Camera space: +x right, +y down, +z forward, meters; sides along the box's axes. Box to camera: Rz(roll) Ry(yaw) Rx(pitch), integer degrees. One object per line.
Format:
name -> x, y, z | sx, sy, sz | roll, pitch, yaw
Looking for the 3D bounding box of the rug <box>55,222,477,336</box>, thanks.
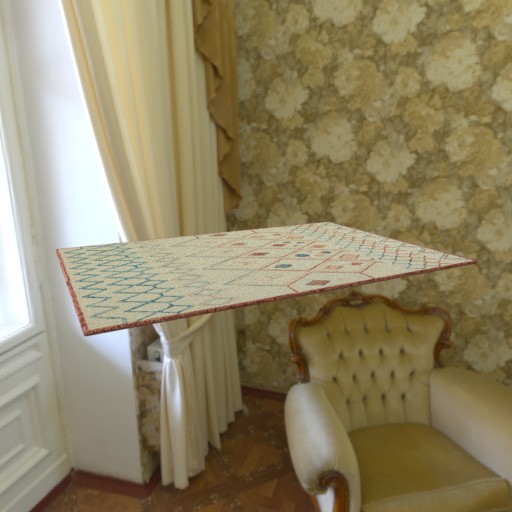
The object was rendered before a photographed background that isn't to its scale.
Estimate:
rug -> 0.000, 0.000, 2.297 | 1.829, 0.016, 1.219 | -7, 16, -26
